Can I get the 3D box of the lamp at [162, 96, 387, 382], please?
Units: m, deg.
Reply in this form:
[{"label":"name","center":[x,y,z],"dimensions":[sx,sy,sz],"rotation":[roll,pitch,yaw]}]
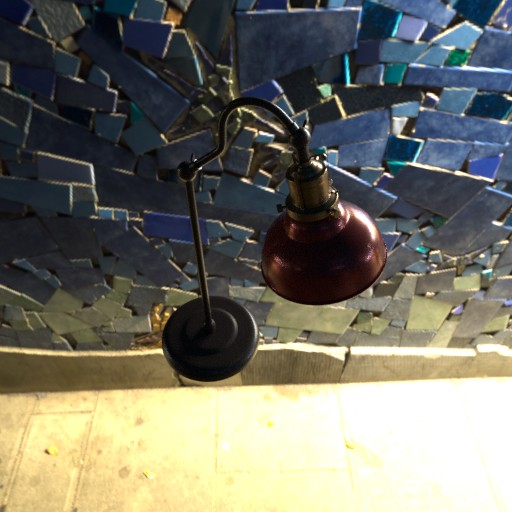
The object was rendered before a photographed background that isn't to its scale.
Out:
[{"label":"lamp","center":[0.000,0.000,0.675],"dimensions":[0.374,0.508,0.192],"rotation":[10,47,9]}]
